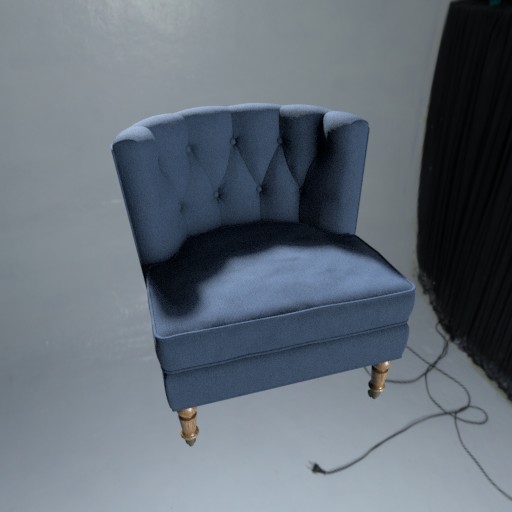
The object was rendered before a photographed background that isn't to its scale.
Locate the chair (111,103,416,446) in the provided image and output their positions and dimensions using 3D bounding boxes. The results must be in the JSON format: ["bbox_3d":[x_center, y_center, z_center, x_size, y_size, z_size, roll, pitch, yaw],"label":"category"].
[{"bbox_3d":[0.000,0.000,1.359,0.740,0.771,0.718,-9,33,-14],"label":"chair"}]
